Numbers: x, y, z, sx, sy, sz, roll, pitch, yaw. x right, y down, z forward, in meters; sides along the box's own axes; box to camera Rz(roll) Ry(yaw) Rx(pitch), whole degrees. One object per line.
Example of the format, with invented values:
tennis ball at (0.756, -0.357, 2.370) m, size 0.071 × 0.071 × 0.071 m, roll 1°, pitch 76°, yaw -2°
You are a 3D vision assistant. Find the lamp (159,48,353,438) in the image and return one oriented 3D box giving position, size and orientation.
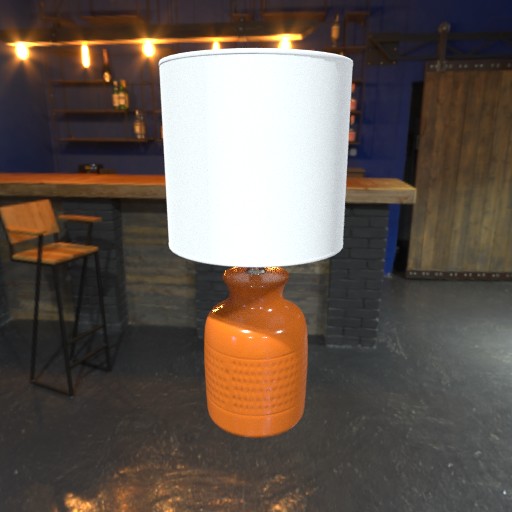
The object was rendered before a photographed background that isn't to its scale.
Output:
lamp at (0.000, 0.000, 1.092) m, size 0.418 × 0.871 × 0.418 m, roll 2°, pitch 16°, yaw 8°
